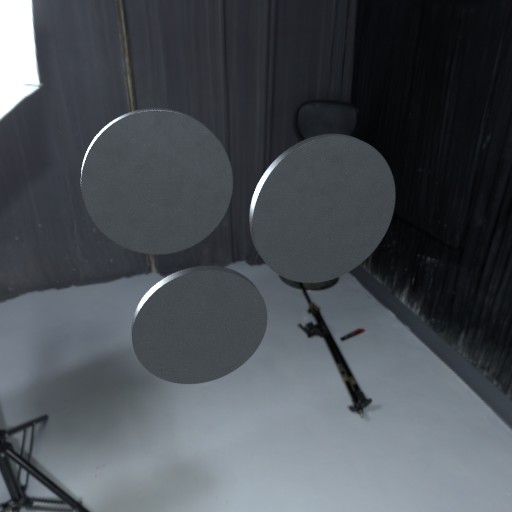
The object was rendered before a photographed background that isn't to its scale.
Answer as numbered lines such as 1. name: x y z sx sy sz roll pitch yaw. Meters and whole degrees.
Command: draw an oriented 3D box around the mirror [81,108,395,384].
1. mirror: 0.000 0.000 3.191 2.160 2.096 0.076 -8 29 -16
